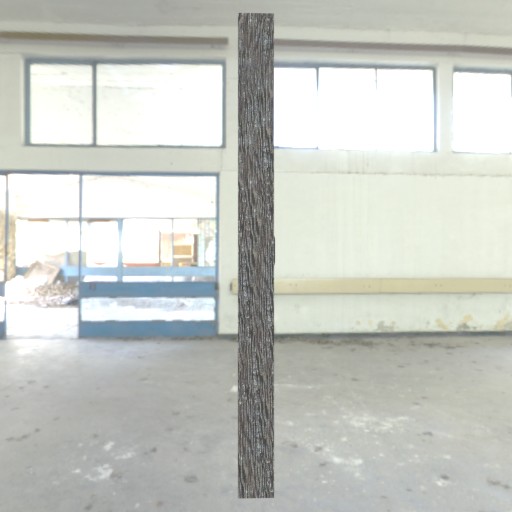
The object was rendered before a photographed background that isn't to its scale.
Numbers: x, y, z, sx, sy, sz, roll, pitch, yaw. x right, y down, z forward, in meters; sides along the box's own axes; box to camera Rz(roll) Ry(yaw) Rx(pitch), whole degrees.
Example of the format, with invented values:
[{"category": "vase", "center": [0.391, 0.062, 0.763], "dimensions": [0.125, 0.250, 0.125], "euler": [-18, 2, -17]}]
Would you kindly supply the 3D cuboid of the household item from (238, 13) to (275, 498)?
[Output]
[{"category": "household item", "center": [0.000, 0.000, 0.272], "dimensions": [0.020, 0.210, 0.160], "euler": [0, 0, -2]}]
